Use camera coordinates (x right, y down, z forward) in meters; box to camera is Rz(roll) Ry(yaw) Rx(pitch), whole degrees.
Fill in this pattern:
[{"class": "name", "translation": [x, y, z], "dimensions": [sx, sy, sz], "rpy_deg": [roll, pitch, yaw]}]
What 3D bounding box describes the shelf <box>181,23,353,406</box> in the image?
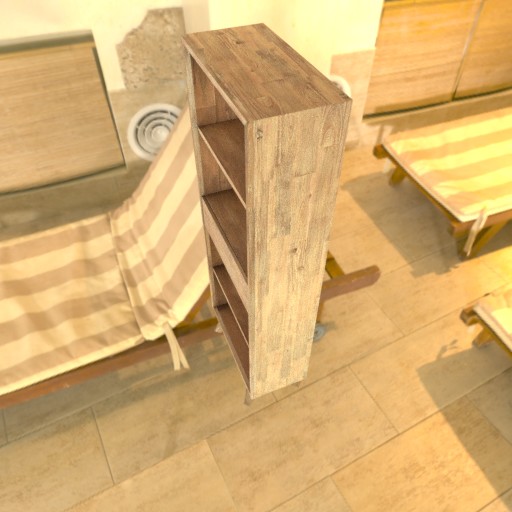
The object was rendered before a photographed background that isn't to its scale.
[{"class": "shelf", "translation": [0.000, 0.000, 1.552], "dimensions": [0.267, 1.342, 0.491], "rpy_deg": [-16, 49, -15]}]
